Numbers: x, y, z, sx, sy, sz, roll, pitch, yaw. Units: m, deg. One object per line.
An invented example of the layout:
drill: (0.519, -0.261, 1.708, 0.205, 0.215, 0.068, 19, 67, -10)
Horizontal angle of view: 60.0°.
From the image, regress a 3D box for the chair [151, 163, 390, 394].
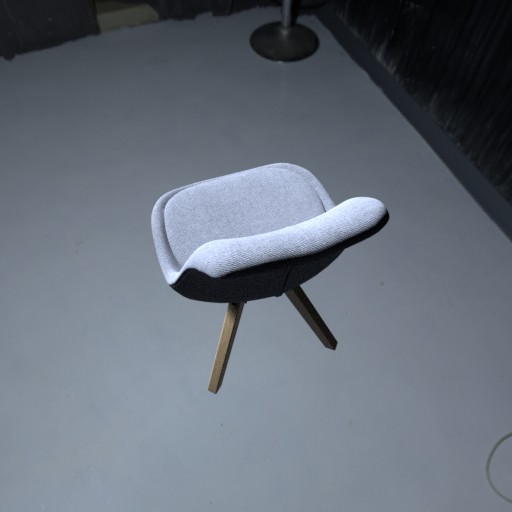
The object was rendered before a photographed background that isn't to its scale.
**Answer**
chair: (0.000, 0.000, 1.171, 0.485, 0.850, 0.550, -17, 59, -11)
